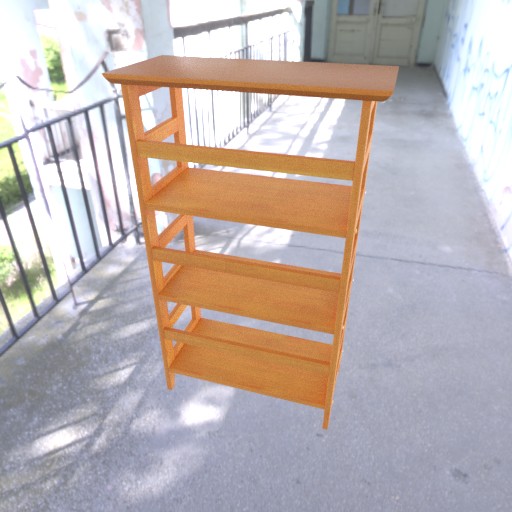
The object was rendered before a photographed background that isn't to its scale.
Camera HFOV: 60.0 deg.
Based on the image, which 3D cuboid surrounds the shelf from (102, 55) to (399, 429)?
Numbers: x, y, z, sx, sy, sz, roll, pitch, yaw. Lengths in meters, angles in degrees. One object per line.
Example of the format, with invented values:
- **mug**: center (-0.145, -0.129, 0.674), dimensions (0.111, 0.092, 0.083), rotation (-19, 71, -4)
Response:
- **shelf**: center (0.000, 0.000, 1.358), dimensions (0.660, 1.067, 0.305), rotation (9, 33, 14)
